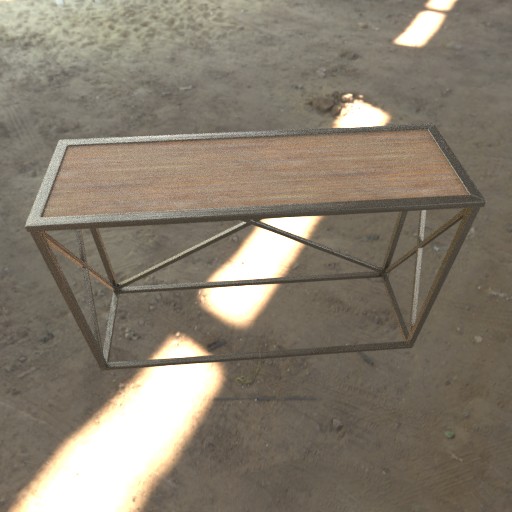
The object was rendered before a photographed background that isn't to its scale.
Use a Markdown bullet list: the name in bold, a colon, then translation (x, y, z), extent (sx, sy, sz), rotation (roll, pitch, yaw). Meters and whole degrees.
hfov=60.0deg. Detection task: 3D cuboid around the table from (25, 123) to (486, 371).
- **table**: translation (0.000, 0.000, 1.572), extent (1.216, 0.753, 0.402), rotation (-3, 47, -3)
